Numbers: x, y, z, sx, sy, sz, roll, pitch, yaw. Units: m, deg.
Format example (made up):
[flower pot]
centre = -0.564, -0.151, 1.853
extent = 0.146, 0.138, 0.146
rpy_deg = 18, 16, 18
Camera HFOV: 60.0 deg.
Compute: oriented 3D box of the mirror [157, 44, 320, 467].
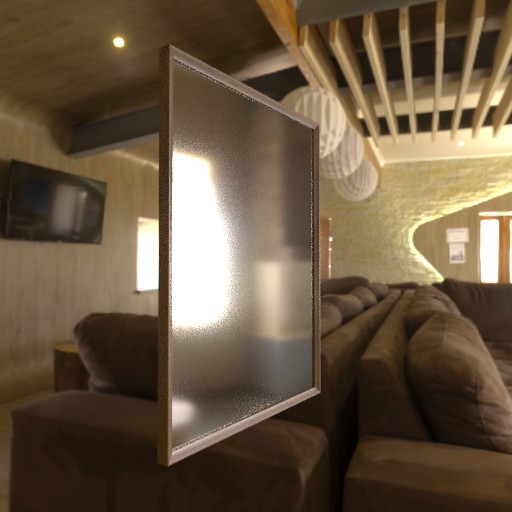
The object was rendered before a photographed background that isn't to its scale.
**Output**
[mirror]
centre = 0.000, 0.000, 1.382
extent = 0.041, 1.016, 0.762
rpy_deg = -1, -1, 36
